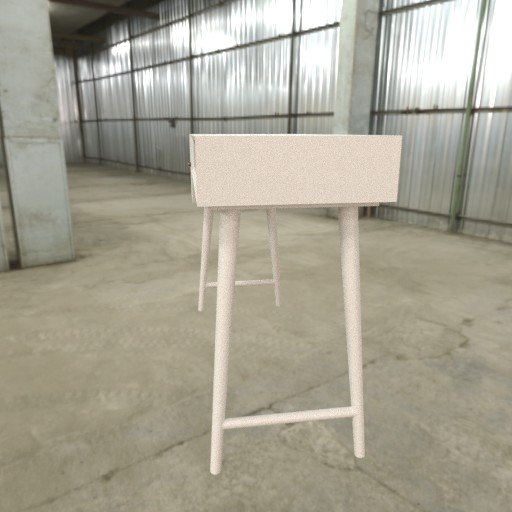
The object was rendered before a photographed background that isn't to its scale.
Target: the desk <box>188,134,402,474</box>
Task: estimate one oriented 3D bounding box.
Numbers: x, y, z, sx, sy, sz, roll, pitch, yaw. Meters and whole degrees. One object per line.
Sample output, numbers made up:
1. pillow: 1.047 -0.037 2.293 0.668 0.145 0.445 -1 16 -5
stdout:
1. desk: 0.000 0.000 1.438 0.409 0.761 1.069 -2 16 -8
